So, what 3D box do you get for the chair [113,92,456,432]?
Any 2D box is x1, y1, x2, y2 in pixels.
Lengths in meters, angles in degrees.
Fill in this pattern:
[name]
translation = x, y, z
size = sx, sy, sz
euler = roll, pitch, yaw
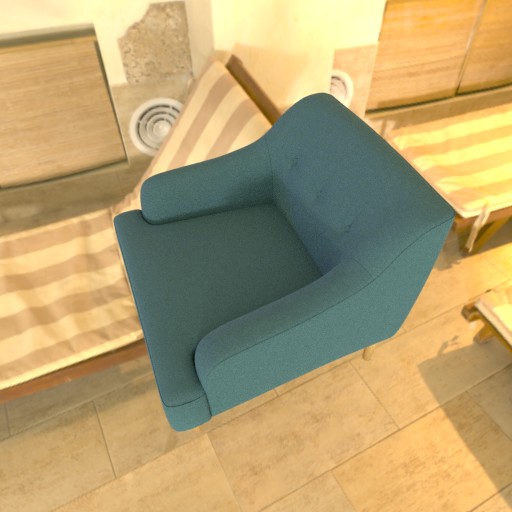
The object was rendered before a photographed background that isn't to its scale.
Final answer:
[chair]
translation = 0.000, 0.000, 1.682
size = 0.951, 0.818, 0.946
euler = -16, 49, -15
